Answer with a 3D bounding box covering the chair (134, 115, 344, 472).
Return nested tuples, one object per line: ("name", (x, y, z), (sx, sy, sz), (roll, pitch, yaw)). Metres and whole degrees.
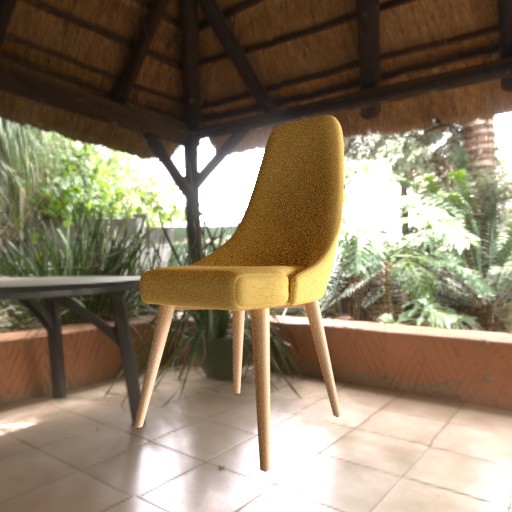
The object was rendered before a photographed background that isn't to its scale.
("chair", (0.000, 0.000, 1.431), (0.510, 1.040, 0.660), (-1, -1, 36))
